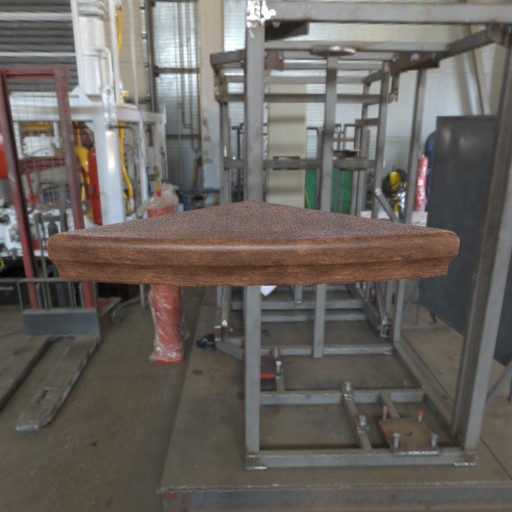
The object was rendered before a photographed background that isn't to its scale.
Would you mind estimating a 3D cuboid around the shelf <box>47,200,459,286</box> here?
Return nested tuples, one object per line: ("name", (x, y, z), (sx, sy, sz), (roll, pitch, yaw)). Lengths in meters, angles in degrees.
("shelf", (0.000, 0.000, 0.473), (0.310, 0.050, 0.310), (15, 22, 41))
